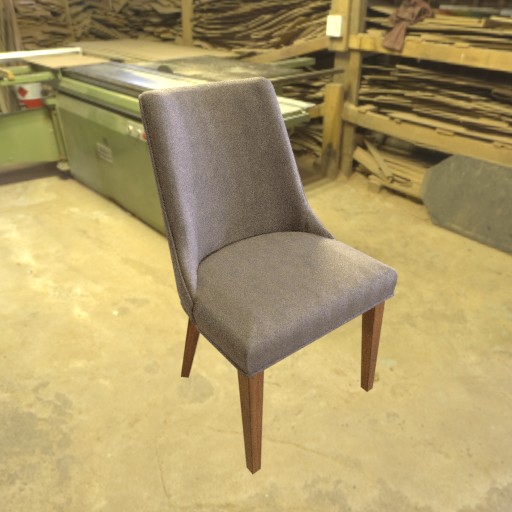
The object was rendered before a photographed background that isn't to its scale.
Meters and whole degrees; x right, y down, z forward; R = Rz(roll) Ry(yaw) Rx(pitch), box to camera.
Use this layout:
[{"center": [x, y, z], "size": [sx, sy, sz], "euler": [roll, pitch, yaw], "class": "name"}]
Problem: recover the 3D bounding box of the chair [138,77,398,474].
[{"center": [0.000, 0.000, 1.321], "size": [0.548, 0.916, 0.636], "euler": [-22, 37, -32], "class": "chair"}]
